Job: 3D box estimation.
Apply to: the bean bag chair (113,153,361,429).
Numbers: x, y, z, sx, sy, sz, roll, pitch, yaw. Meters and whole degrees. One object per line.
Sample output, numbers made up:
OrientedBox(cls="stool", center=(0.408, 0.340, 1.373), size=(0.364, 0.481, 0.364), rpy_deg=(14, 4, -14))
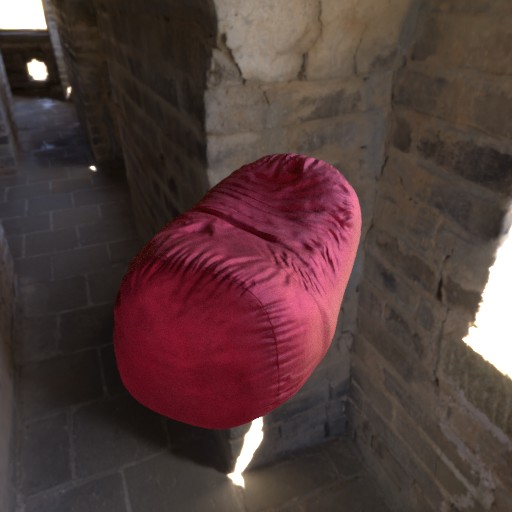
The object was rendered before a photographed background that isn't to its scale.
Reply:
OrientedBox(cls="bean bag chair", center=(0.000, 0.000, 2.871), size=(1.216, 0.867, 2.293), rpy_deg=(11, 33, 18))
